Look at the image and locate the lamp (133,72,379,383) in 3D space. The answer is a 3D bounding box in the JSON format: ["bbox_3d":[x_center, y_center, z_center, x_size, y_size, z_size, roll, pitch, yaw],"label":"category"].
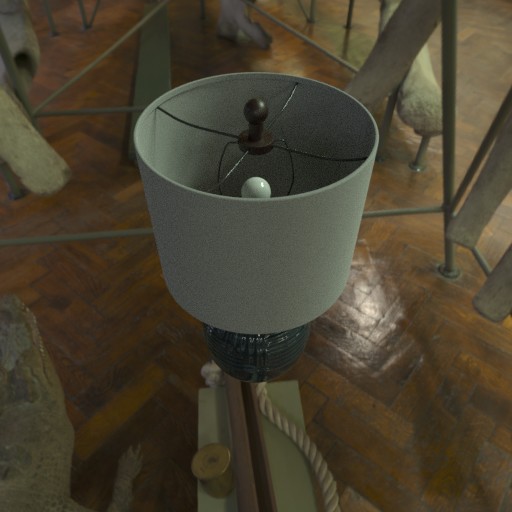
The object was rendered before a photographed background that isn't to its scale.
[{"bbox_3d":[0.000,0.000,0.761,0.318,0.567,0.318,0,46,0],"label":"lamp"}]
